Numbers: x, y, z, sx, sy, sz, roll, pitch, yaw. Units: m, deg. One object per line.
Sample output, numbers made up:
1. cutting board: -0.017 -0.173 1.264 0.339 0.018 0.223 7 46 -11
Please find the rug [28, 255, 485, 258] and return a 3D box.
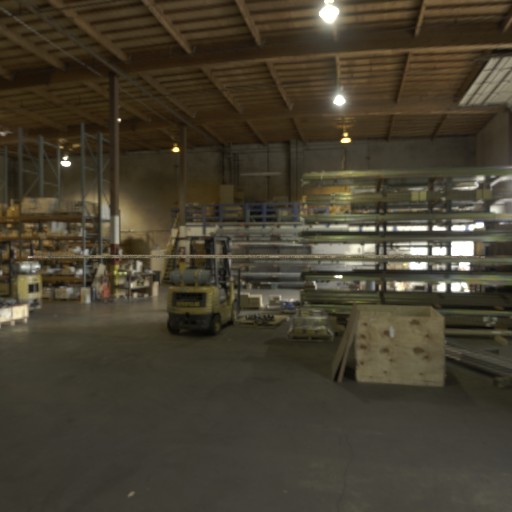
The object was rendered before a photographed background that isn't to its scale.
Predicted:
1. rug: 0.000 0.000 4.362 3.291 0.017 2.431 0 0 0
